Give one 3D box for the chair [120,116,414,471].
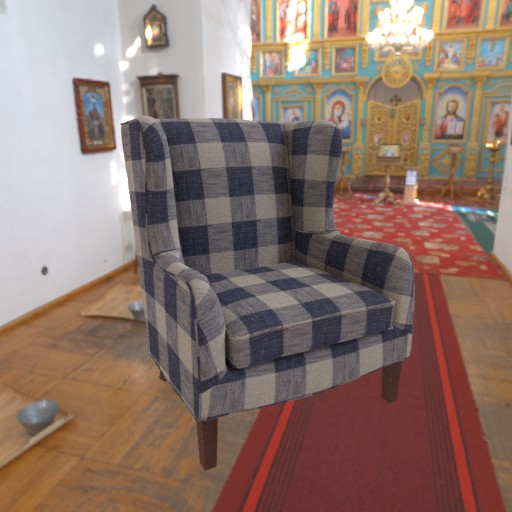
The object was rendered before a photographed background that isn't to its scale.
[{"bbox_3d":[0.000,0.000,1.707,0.830,1.041,0.889,-8,17,-27],"label":"chair"}]
